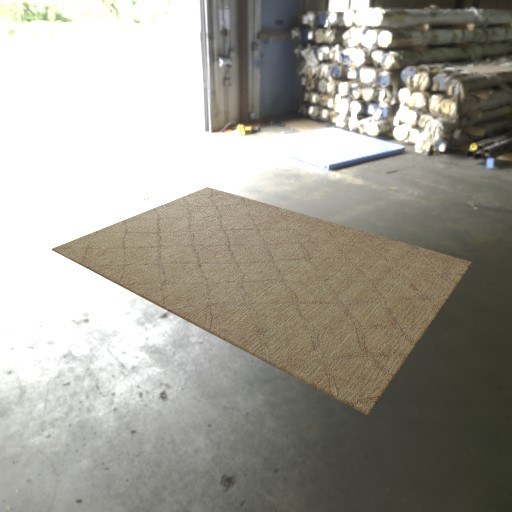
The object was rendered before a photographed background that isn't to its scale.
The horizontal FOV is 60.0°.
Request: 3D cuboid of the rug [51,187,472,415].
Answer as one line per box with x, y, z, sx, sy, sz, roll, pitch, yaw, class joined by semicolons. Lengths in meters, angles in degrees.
0.000;0.000;2.893;2.292;0.014;1.528;20;35;32;rug
